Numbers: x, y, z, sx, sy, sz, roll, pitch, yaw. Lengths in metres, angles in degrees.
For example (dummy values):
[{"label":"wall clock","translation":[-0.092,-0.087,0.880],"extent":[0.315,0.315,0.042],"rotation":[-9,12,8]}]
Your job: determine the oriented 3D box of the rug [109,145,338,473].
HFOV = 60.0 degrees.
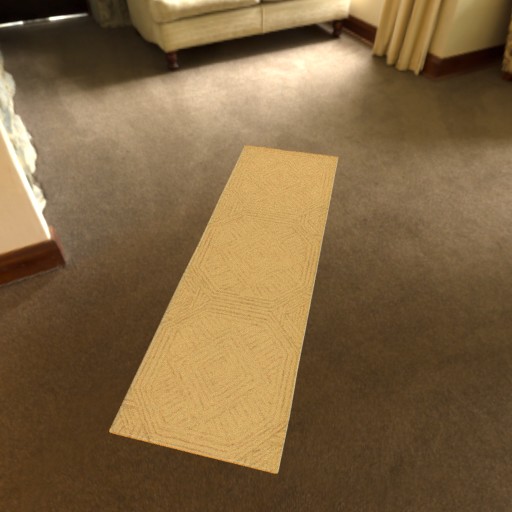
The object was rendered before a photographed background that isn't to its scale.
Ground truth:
[{"label":"rug","translation":[0.000,0.000,2.754],"extent":[0.775,0.012,2.452],"rotation":[10,46,9]}]
